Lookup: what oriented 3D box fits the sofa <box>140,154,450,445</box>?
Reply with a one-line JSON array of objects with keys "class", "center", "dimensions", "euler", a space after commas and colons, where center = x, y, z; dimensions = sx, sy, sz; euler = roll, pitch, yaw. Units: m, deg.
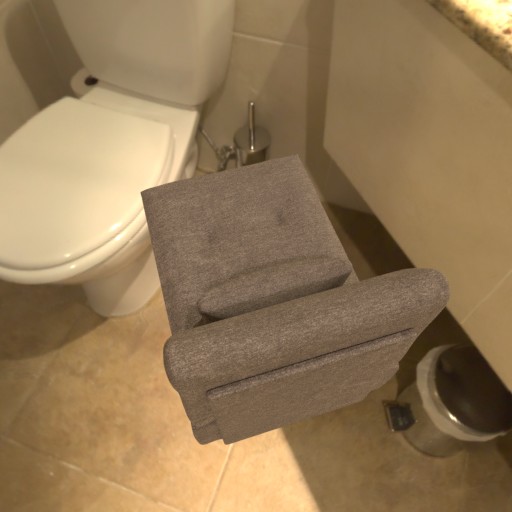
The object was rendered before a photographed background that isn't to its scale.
[{"class": "sofa", "center": [0.000, 0.000, 1.531], "dimensions": [0.700, 0.820, 1.000], "euler": [-15, 60, -9]}]
